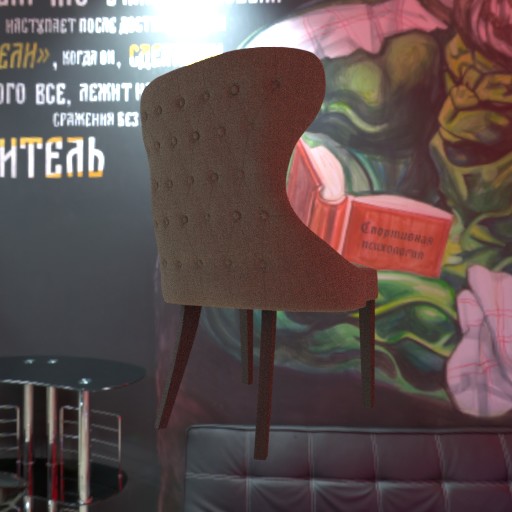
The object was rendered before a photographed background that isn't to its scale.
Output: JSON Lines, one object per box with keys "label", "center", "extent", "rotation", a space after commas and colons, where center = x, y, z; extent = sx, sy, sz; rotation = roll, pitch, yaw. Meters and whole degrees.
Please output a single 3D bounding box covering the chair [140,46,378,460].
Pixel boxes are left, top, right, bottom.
{"label": "chair", "center": [0.000, 0.000, 1.339], "extent": [0.628, 0.967, 0.635], "rotation": [-1, -1, 35]}
